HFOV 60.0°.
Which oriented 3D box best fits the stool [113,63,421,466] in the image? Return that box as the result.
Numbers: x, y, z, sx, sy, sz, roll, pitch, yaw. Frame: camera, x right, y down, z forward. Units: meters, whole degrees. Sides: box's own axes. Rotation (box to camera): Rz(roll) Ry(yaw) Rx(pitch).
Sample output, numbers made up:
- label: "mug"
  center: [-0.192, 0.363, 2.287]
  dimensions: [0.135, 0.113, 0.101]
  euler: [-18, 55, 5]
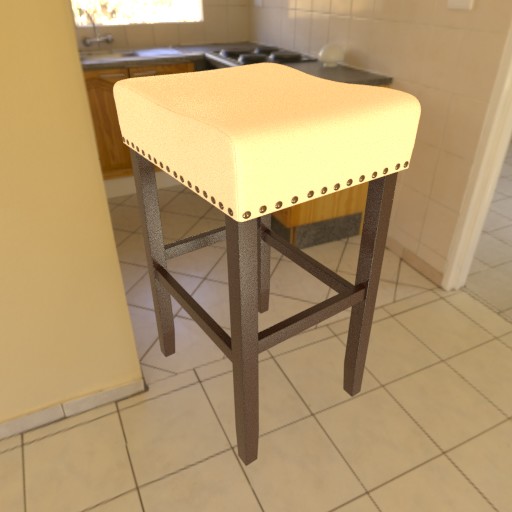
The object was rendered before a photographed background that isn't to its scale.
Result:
- label: "stool"
  center: [0.000, 0.000, 1.037]
  dimensions: [0.401, 0.762, 0.471]
  euler: [-21, 38, -29]
